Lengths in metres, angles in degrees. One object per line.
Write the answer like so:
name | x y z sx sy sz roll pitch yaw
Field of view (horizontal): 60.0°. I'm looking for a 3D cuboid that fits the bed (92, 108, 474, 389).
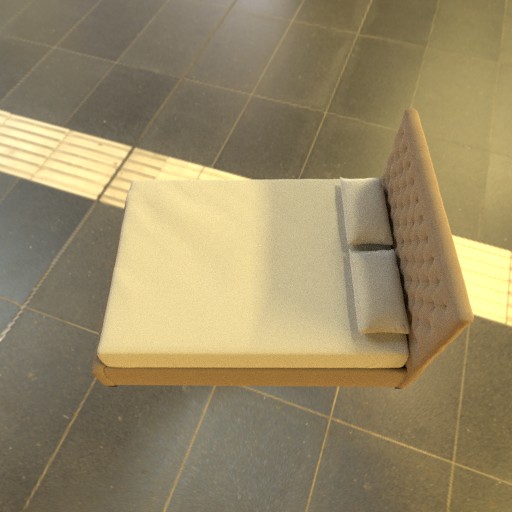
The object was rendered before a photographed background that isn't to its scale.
bed | 0.000 0.000 3.393 2.387 1.427 1.698 0 58 0
